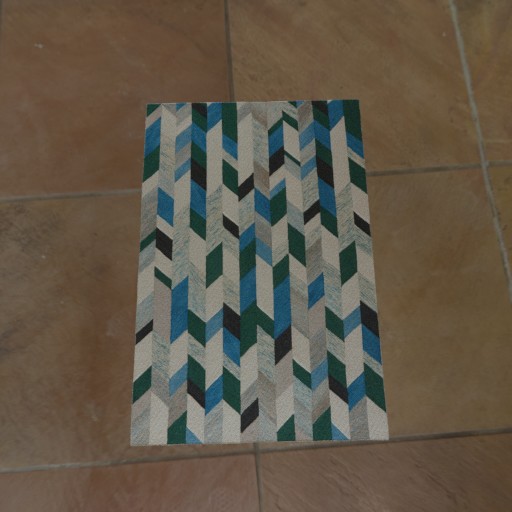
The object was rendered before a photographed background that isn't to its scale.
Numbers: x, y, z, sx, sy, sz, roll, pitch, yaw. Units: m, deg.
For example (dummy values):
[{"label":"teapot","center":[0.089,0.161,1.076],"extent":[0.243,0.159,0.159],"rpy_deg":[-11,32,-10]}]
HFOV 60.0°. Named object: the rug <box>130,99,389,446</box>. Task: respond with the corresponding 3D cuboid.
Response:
[{"label":"rug","center":[0.000,0.000,2.319],"extent":[1.229,0.005,1.827],"rpy_deg":[-1,76,0]}]
